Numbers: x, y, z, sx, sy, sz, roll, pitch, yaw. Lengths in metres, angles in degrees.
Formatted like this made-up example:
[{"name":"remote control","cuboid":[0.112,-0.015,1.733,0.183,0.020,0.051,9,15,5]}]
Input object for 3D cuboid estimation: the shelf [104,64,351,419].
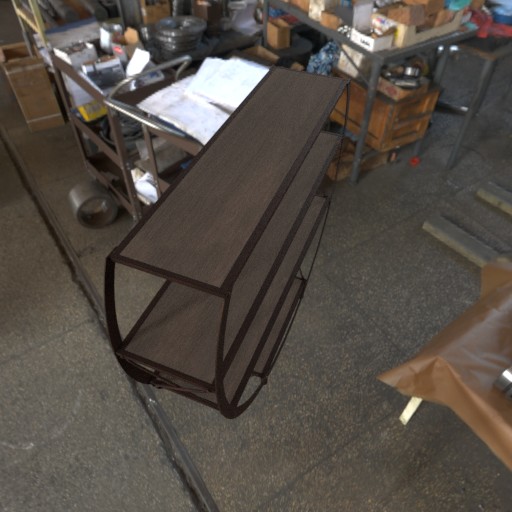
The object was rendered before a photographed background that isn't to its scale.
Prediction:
[{"name":"shelf","cuboid":[0.000,0.000,1.865,0.344,1.063,1.403,17,50,15]}]
